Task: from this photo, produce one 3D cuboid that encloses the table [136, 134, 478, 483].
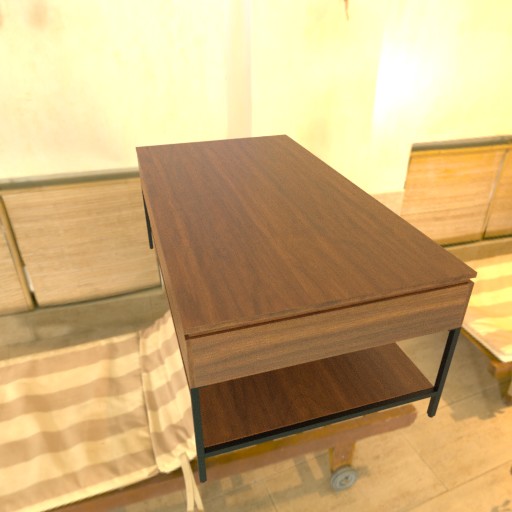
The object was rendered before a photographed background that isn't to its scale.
[{"bbox_3d":[0.000,0.000,1.327,0.574,0.414,1.057,-9,31,-15],"label":"table"}]
